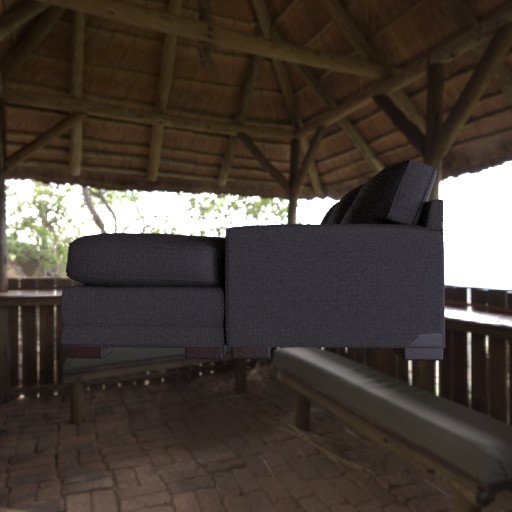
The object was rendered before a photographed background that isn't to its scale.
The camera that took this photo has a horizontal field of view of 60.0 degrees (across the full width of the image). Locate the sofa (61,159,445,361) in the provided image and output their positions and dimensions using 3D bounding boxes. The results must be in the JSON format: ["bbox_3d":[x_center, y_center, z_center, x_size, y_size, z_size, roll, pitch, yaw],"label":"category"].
[{"bbox_3d":[0.000,0.000,3.193,1.790,0.973,2.370,0,0,2],"label":"sofa"}]
